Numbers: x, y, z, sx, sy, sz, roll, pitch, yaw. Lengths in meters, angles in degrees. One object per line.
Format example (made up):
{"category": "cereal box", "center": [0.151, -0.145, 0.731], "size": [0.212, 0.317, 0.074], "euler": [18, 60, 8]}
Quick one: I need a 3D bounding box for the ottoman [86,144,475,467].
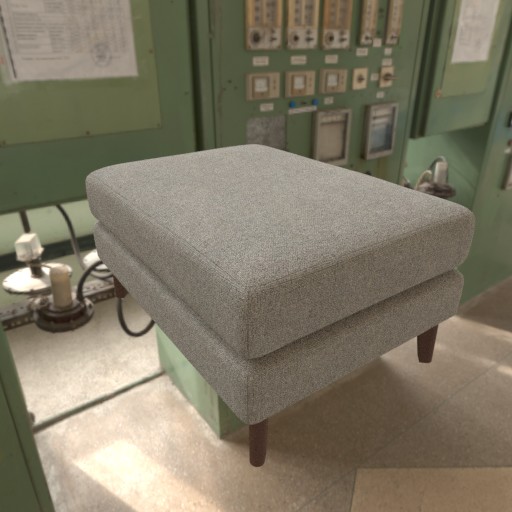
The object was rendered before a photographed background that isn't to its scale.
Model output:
{"category": "ottoman", "center": [0.000, 0.000, 1.160], "size": [0.611, 0.441, 0.821], "euler": [-17, 31, -31]}
